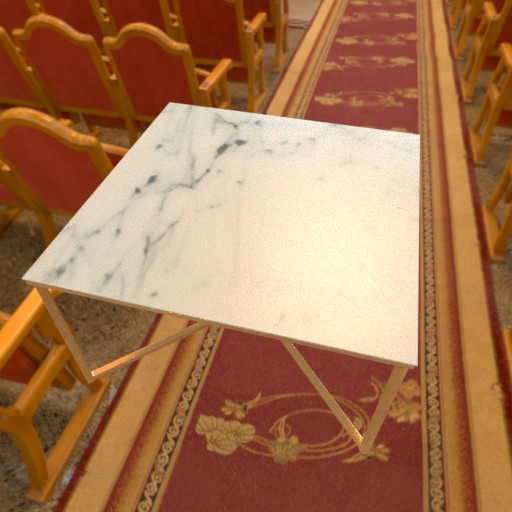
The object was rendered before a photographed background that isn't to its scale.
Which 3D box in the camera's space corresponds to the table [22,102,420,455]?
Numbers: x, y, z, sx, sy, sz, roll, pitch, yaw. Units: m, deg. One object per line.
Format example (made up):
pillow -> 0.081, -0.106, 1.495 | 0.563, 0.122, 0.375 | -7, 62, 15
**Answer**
table -> 0.000, 0.000, 1.282 | 0.800, 0.450, 0.800 | 11, 47, 10
